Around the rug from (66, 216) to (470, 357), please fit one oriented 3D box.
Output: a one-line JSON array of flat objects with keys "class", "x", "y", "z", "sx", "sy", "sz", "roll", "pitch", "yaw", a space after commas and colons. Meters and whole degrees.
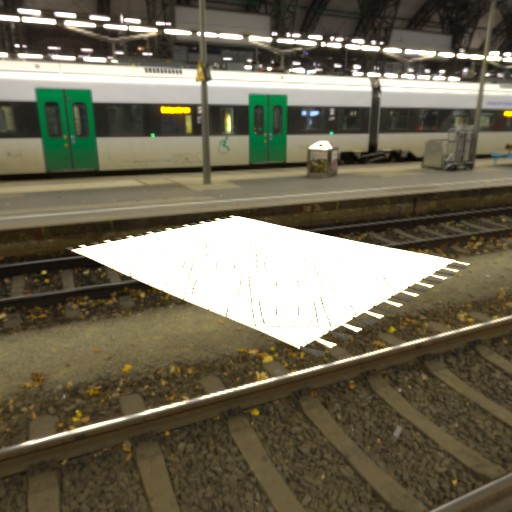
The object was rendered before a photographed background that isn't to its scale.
[{"class": "rug", "x": 0.000, "y": 0.000, "z": 4.310, "sx": 3.221, "sy": 0.026, "sz": 2.342, "roll": 15, "pitch": 23, "yaw": 42}]
